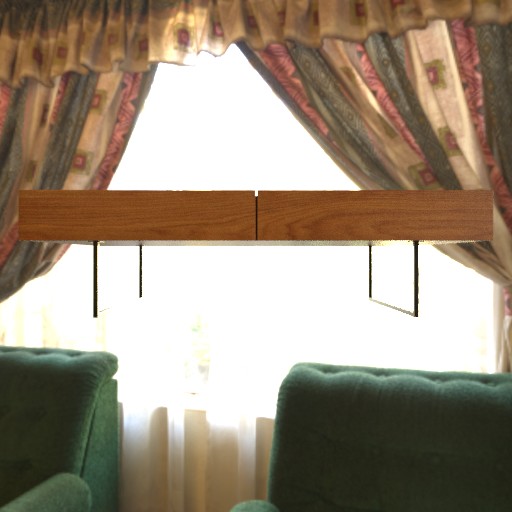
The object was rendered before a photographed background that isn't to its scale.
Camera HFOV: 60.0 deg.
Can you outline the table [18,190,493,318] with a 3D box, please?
[{"bbox_3d":[0.000,0.000,1.419,1.194,0.330,0.610,0,0,0],"label":"table"}]
